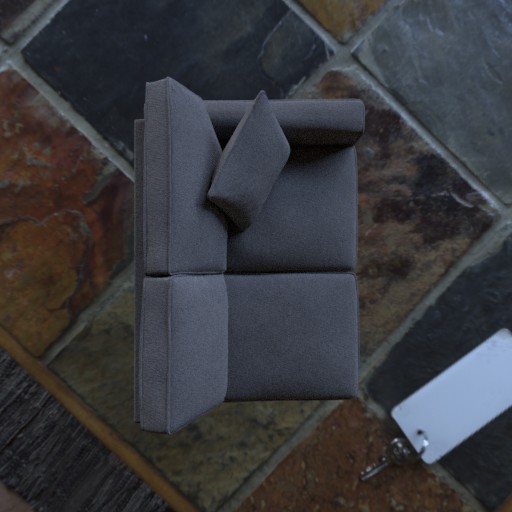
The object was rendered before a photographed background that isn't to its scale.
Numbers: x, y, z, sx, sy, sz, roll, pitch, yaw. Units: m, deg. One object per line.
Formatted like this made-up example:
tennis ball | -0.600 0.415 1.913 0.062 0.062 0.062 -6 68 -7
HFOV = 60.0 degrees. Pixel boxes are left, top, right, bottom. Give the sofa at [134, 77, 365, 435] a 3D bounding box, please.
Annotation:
sofa | 0.000 0.000 2.101 0.991 0.989 1.388 0 90 0
